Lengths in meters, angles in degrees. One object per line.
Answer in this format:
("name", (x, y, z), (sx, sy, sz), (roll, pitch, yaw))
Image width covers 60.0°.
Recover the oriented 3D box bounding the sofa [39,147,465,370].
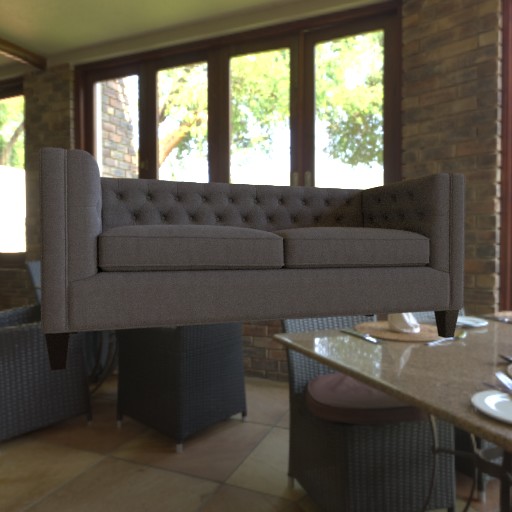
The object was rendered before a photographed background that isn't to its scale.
("sofa", (0.000, 0.000, 2.119), (1.778, 0.762, 0.775), (0, 1, -19))
